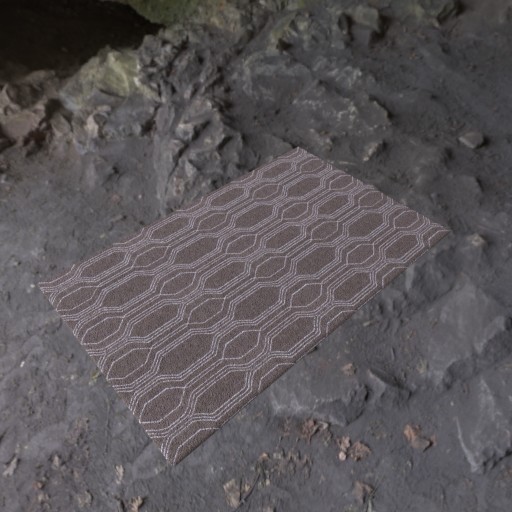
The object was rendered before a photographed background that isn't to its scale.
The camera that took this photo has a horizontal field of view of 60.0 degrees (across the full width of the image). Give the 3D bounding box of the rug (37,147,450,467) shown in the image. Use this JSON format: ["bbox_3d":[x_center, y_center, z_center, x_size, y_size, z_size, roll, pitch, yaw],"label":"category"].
[{"bbox_3d":[0.000,0.000,3.065,2.457,0.012,1.541,-33,54,-28],"label":"rug"}]
